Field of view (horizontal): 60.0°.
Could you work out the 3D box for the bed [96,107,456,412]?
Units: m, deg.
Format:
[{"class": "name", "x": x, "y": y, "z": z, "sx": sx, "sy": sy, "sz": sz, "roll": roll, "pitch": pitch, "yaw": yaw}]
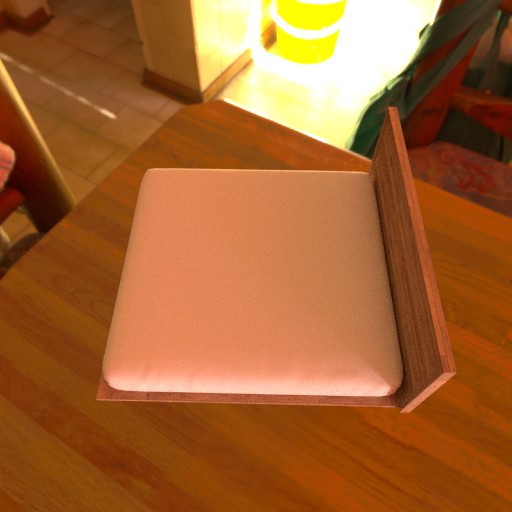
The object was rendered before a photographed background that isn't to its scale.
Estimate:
[{"class": "bed", "x": 0.000, "y": 0.000, "z": 3.371, "sx": 2.167, "sy": 1.100, "sz": 2.116, "roll": 1, "pitch": 57, "yaw": 1}]
